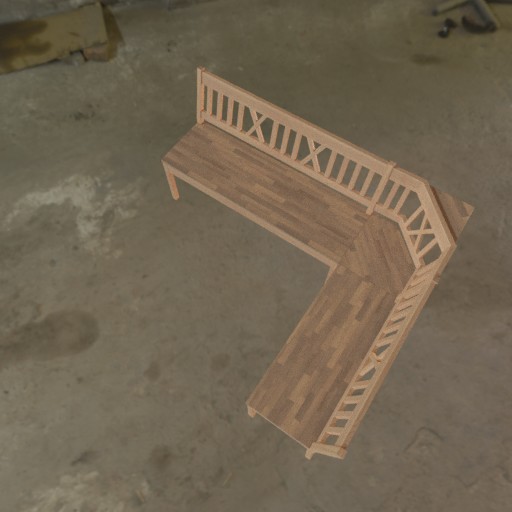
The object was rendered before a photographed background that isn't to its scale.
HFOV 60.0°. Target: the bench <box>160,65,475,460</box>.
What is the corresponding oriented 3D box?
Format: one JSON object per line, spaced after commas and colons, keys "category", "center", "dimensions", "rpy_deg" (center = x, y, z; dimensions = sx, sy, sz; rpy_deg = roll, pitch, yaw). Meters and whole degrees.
{"category": "bench", "center": [0.000, 0.000, 2.793], "dimensions": [1.937, 0.902, 1.537], "rpy_deg": [31, 67, 15]}
